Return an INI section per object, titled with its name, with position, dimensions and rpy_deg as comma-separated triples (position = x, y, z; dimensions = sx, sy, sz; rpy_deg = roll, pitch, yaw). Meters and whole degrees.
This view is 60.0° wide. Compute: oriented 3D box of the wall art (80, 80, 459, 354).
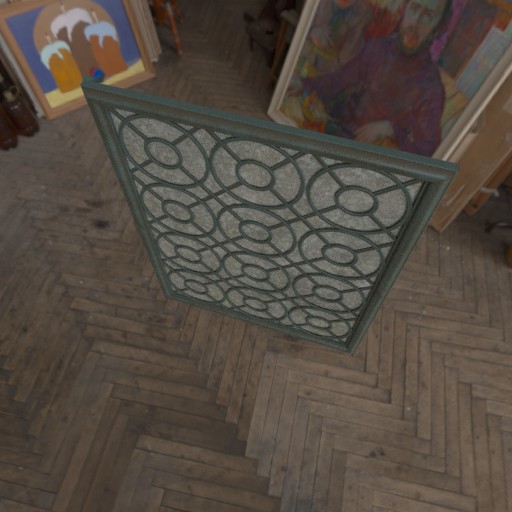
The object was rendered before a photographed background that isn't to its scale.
[wall art]
position = 0.000, 0.000, 1.278
dimensions = 0.767, 0.983, 0.030
rpy_deg = 16, 60, 9
